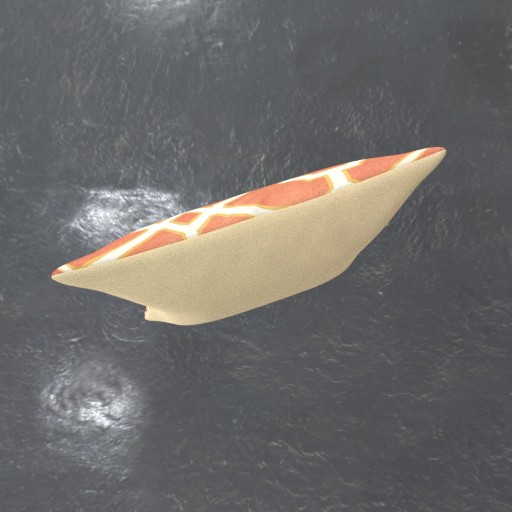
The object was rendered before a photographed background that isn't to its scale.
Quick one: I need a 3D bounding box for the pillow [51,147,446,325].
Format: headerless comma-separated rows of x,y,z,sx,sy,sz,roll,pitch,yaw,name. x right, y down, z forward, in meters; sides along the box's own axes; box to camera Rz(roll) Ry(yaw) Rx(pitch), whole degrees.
0.000,0.000,0.827,0.552,0.508,0.166,-18,76,-5,pillow
